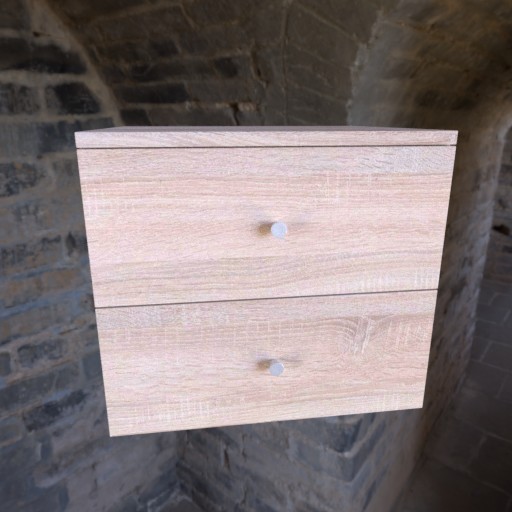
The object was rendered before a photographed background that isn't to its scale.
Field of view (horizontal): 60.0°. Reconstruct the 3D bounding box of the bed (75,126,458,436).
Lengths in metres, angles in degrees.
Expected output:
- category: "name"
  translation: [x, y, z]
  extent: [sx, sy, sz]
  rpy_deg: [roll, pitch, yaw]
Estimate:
- category: "bed"
  translation: [0.000, 0.000, 0.758]
  extent: [0.460, 0.420, 0.401]
  rpy_deg: [-2, 17, -8]
